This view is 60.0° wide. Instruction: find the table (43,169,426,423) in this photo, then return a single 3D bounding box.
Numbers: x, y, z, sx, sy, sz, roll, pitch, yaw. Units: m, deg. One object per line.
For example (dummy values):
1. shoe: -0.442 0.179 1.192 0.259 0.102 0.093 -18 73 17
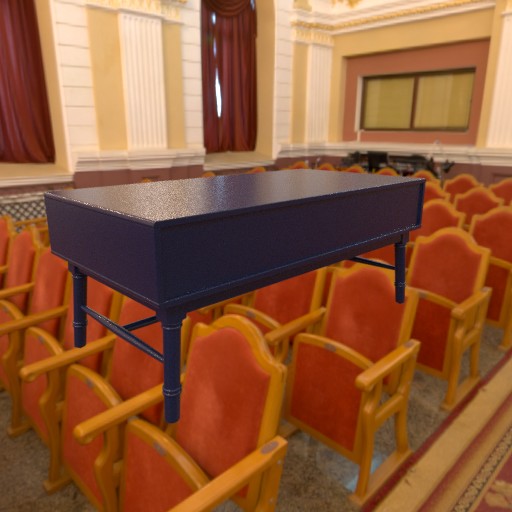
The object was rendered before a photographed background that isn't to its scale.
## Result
1. table: 0.000 0.000 1.417 1.067 0.457 0.572 -15 22 -42
